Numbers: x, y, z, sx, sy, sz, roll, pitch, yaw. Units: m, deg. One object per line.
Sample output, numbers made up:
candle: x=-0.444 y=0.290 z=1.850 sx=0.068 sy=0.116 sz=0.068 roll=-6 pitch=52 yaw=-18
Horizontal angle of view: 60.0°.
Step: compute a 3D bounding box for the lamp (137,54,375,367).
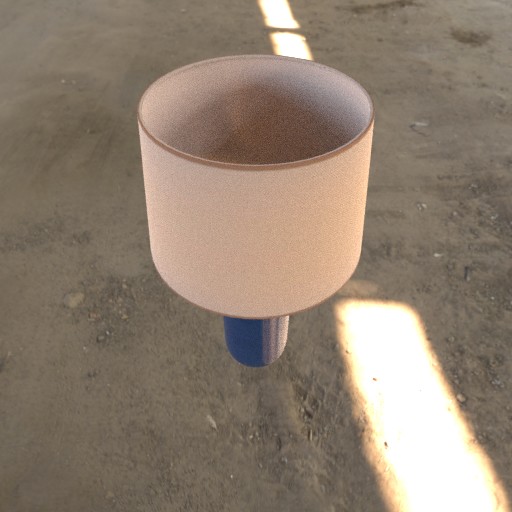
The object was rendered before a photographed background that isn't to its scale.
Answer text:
lamp: x=0.000 y=0.000 z=0.823 sx=0.367 sy=0.609 sz=0.367 roll=0 pitch=46 yaw=0
